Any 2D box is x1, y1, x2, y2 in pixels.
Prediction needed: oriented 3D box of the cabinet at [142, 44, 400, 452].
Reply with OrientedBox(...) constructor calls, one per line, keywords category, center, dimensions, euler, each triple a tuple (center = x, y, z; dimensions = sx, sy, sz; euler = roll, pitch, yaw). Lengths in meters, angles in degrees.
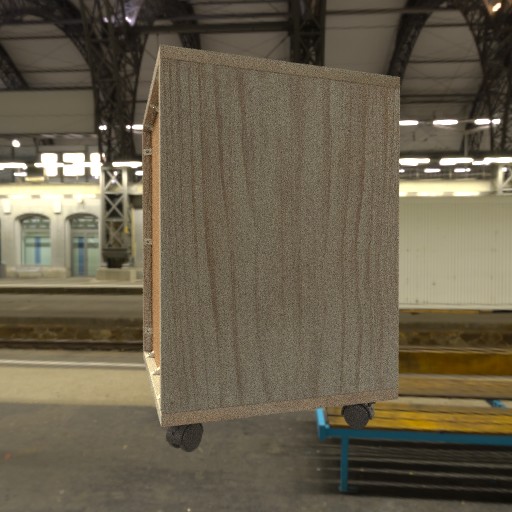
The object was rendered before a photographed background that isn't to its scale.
OrientedBox(category="cabinet", center=(0.000, 0.000, 0.857), dimensions=(0.401, 0.579, 0.409), euler=(0, 1, -18))
